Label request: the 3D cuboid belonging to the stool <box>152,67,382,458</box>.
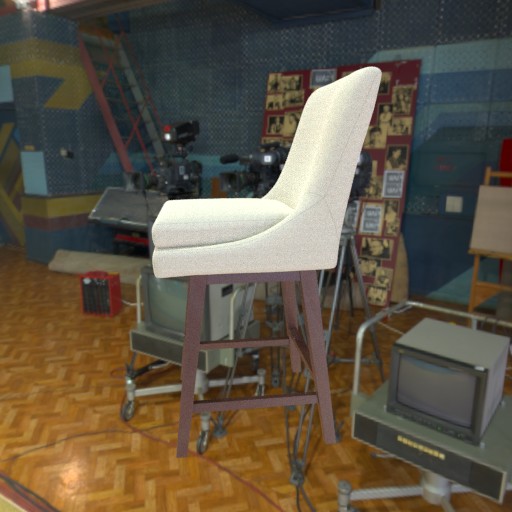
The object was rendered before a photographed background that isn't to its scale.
[{"bbox_3d":[0.000,0.000,1.306,0.559,0.991,0.483,-2,14,-8],"label":"stool"}]
